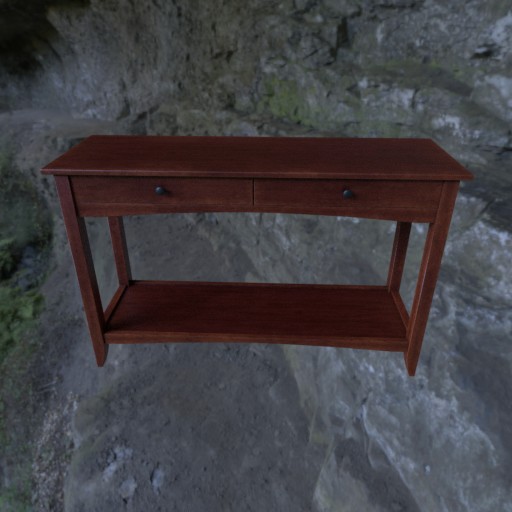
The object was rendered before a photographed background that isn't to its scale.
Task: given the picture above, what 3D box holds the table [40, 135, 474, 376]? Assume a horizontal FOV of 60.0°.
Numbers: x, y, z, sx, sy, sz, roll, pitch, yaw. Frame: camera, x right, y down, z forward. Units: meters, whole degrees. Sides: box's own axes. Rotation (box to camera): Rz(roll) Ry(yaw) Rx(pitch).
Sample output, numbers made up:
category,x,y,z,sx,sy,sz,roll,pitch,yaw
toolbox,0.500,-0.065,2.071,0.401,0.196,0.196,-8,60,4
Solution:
category,x,y,z,sx,sy,sz,roll,pitch,yaw
table,0.000,0.000,1.558,1.188,0.739,0.392,1,29,2
